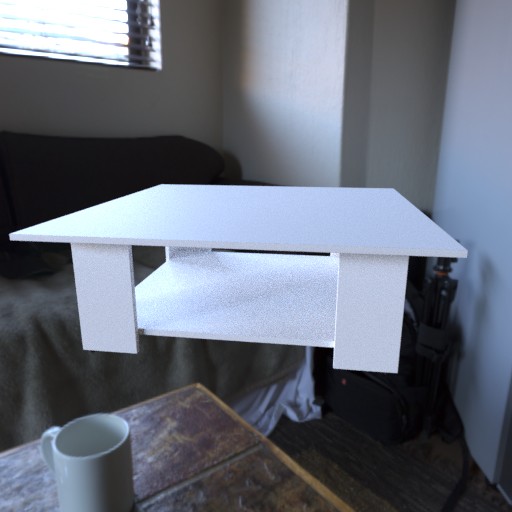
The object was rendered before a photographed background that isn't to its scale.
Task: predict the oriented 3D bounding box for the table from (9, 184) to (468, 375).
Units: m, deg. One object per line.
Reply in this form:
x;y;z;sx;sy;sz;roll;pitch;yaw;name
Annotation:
0.000;0.000;1.309;0.890;0.305;0.890;2;16;8;table
